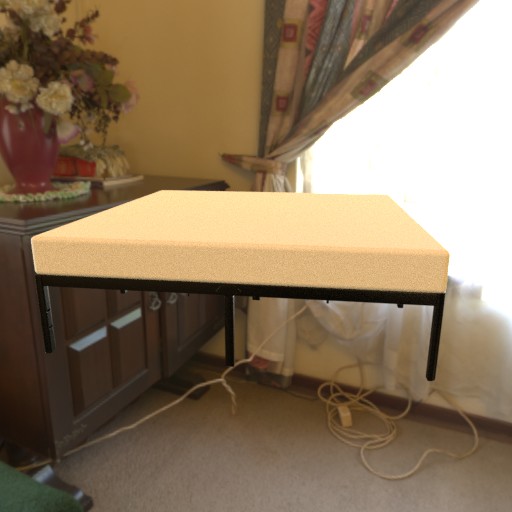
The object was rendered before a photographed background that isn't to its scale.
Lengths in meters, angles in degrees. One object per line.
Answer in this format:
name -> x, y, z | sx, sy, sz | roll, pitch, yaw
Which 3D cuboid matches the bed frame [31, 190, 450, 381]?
bed frame -> 0.000, 0.000, 3.142 | 2.079, 0.659, 1.963 | 2, 16, 8
